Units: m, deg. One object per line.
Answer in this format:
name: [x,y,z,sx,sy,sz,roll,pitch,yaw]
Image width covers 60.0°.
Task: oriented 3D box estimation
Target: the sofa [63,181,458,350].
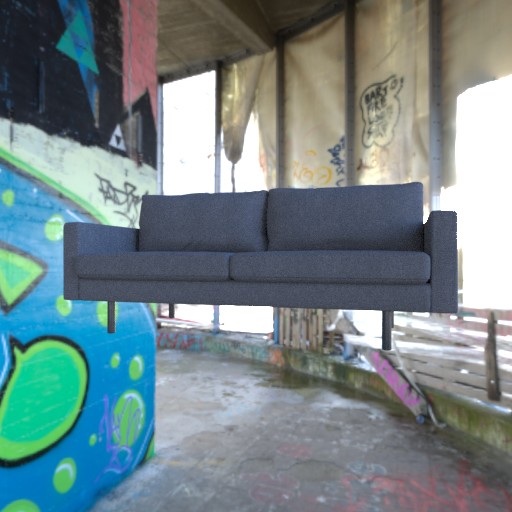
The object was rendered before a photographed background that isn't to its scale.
sofa: [0.000,0.000,2.618,2.100,0.880,0.880,0,0,18]
